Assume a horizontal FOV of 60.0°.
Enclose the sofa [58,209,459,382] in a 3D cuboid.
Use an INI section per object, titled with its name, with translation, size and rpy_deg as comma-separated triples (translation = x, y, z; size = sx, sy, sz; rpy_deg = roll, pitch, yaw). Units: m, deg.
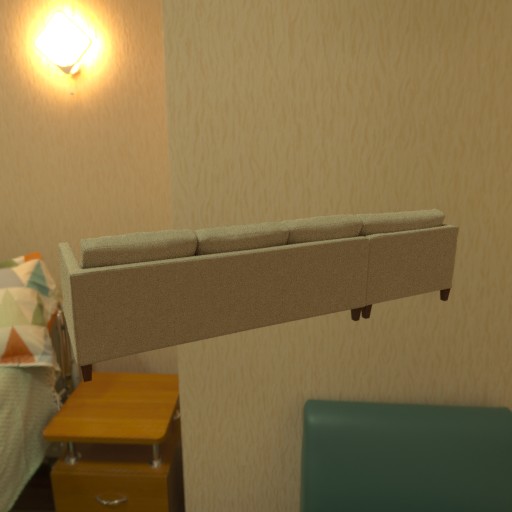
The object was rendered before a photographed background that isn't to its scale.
[sofa]
translation = 0.000, 0.000, 3.918
size = 3.186, 0.846, 1.625
rpy_deg = -7, 16, -26
